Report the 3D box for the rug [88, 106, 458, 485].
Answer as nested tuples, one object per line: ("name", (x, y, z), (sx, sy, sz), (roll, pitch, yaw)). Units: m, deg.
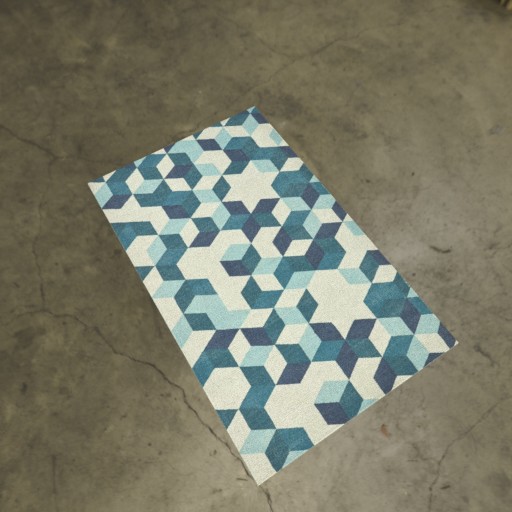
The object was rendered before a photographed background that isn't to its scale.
("rug", (0.000, 0.000, 3.116), (1.518, 0.015, 2.438), (-29, 66, -14))
